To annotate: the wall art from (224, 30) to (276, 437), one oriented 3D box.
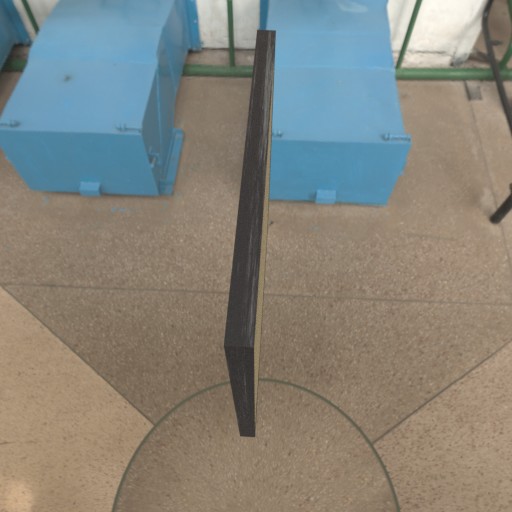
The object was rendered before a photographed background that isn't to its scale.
[{"bbox_3d":[0.000,0.000,1.151,0.043,0.758,0.762,3,59,2],"label":"wall art"}]
